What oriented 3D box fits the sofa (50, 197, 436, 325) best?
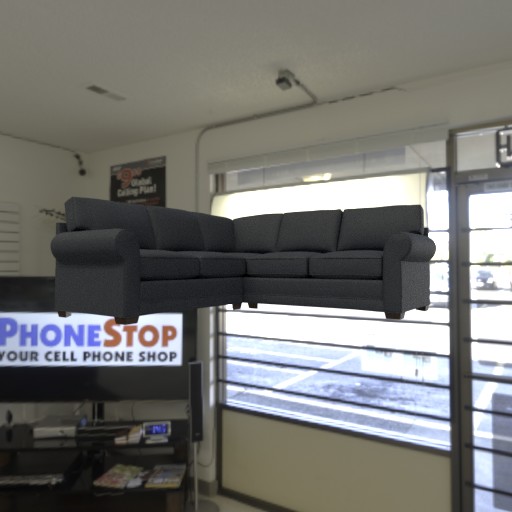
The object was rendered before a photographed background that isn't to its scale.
[{"bbox_3d":[0.000,0.000,3.971,2.562,1.042,2.487,-1,-1,35],"label":"sofa"}]
